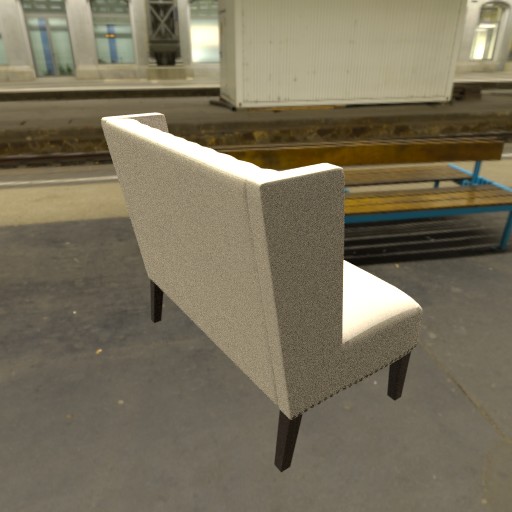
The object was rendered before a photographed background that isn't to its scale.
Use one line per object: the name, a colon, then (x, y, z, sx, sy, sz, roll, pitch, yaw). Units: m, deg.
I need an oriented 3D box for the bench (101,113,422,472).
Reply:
bench: (0.000, 0.000, 1.998, 0.847, 1.123, 1.280, -17, 31, -31)
